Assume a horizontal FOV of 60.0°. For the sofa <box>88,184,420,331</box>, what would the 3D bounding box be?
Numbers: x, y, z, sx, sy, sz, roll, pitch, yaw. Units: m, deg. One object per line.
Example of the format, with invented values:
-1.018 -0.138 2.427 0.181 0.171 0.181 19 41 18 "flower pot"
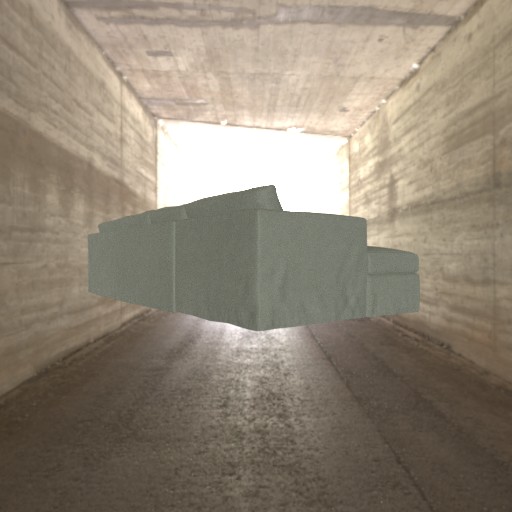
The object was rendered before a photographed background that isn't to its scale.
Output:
0.000 0.000 4.534 2.440 0.869 3.434 0 0 -36 "sofa"
